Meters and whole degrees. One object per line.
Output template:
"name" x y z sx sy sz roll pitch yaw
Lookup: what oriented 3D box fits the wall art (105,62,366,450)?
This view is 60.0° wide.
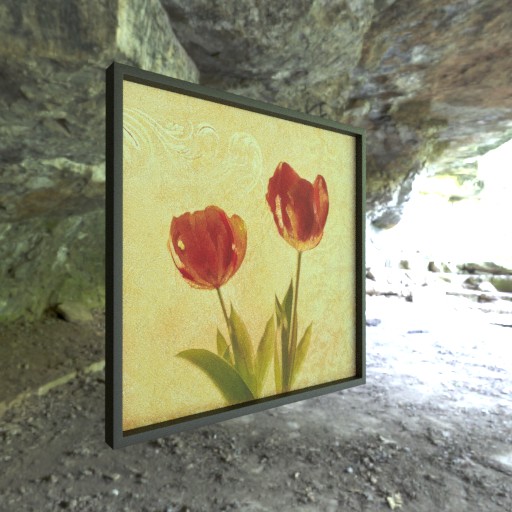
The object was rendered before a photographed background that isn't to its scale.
"wall art" 0.000 0.000 0.518 0.349 0.349 0.038 0 0 -37
